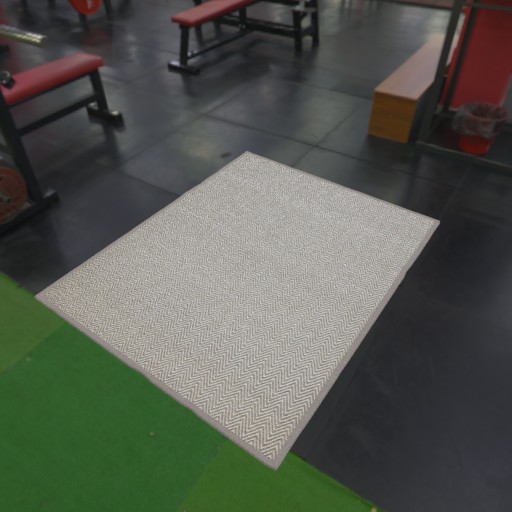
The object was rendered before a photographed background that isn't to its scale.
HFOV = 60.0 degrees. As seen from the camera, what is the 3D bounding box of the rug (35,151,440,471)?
[{"bbox_3d":[0.000,0.000,4.090,2.434,0.032,3.007,26,48,25],"label":"rug"}]
